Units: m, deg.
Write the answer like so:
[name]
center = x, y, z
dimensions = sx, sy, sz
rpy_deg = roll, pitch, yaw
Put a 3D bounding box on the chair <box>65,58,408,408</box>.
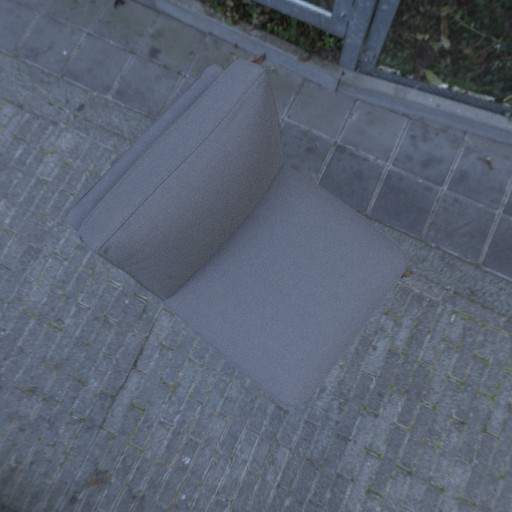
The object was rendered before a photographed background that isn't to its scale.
[chair]
center = 0.000, 0.000, 1.655
dimensions = 0.924, 1.045, 0.724
rpy_deg = 38, 79, 9
